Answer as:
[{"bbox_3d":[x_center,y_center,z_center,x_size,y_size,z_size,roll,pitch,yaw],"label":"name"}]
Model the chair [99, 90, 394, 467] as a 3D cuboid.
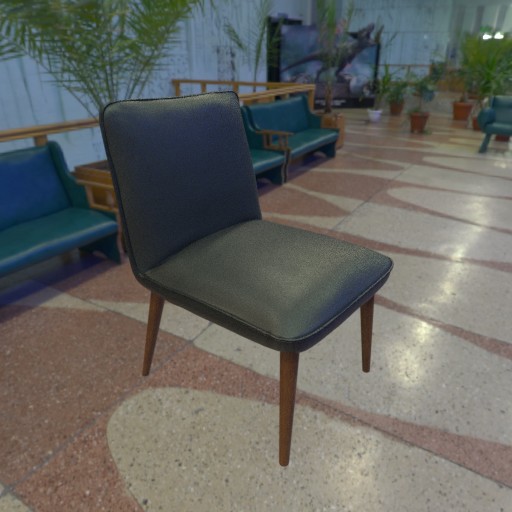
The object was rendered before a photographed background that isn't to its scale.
[{"bbox_3d":[0.000,0.000,1.209,0.645,0.801,0.543,16,29,31],"label":"chair"}]
